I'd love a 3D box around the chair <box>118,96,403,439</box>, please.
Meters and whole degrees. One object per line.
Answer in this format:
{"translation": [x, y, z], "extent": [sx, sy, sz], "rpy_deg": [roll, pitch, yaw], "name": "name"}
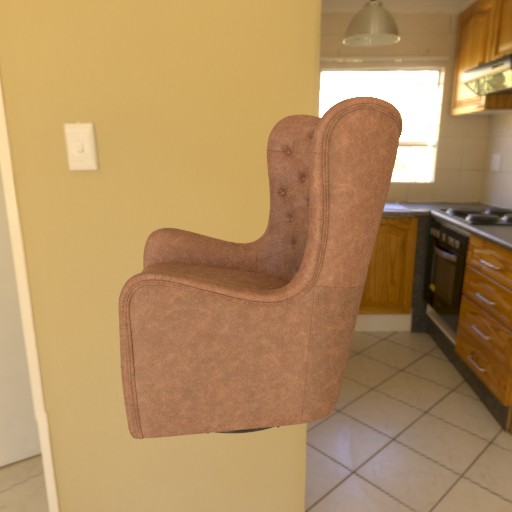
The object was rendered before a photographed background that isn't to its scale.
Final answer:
{"translation": [0.000, 0.000, 1.684], "extent": [0.930, 1.079, 0.831], "rpy_deg": [-2, 14, -7], "name": "chair"}
